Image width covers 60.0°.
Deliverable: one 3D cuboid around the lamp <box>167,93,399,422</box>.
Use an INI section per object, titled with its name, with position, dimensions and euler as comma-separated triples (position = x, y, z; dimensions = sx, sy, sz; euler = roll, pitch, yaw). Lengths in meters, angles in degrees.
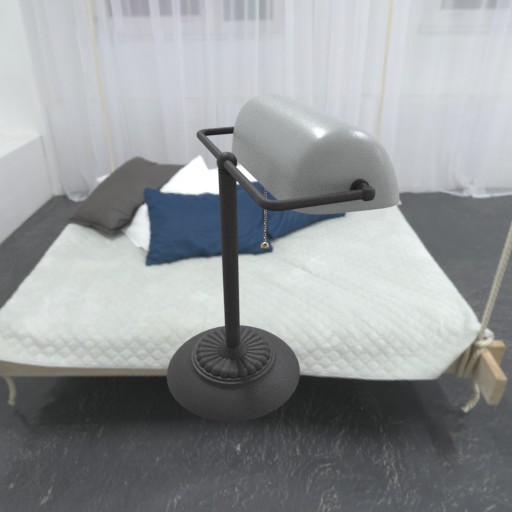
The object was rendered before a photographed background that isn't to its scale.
[lamp]
position = 0.000, 0.000, 0.528
dimensions = 0.243, 0.339, 0.264
euler = -10, 31, -17
